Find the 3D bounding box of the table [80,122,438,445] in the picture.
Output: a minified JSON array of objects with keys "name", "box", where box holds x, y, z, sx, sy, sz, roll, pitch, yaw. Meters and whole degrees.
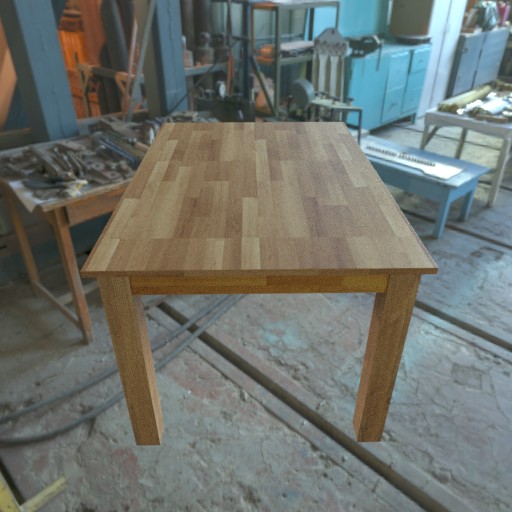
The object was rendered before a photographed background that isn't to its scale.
[{"name":"table","box":[0.000,0.000,1.863,0.900,0.750,1.300,-1,33,-1]}]
